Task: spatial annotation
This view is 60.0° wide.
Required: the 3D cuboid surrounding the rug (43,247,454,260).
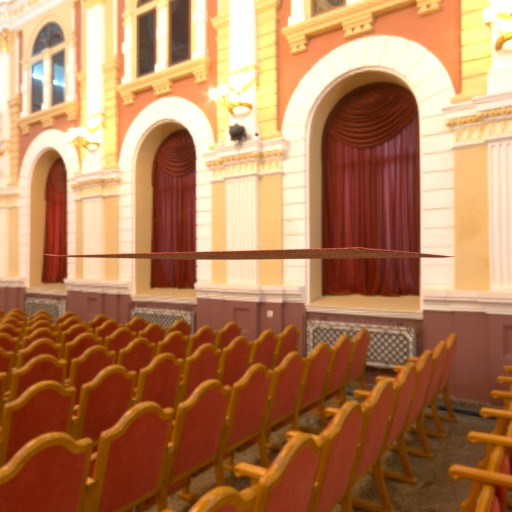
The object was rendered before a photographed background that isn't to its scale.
[{"bbox_3d":[0.000,0.000,4.244,3.086,0.030,2.489,-1,-2,35],"label":"rug"}]
